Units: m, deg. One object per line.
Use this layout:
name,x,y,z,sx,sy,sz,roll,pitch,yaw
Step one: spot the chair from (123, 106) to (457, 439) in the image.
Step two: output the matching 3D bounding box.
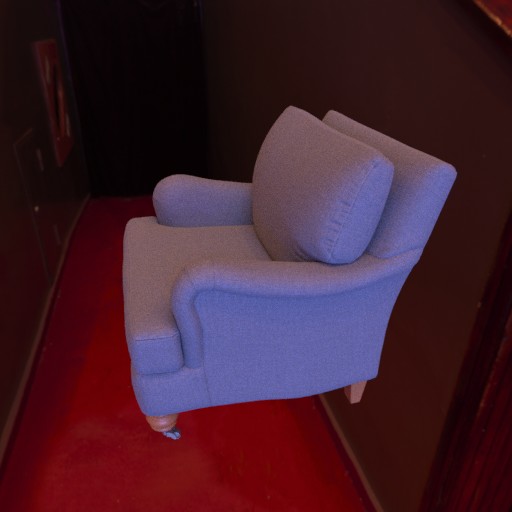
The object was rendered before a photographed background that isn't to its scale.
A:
chair,0.000,0.000,1.826,1.070,1.038,0.955,-7,30,-13
